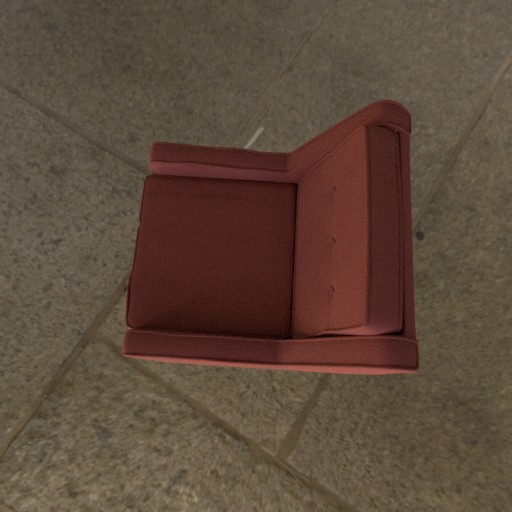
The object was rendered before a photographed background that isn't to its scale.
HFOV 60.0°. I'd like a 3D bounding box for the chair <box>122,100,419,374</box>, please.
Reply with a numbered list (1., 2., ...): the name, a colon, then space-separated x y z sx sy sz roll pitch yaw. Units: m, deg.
1. chair: 0.000 0.000 1.395 0.770 0.812 0.680 3 75 1
